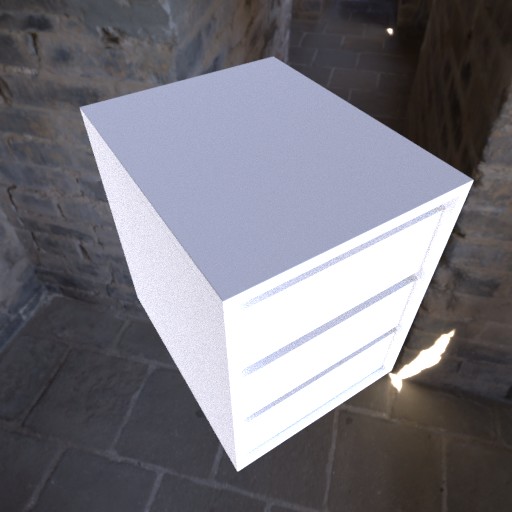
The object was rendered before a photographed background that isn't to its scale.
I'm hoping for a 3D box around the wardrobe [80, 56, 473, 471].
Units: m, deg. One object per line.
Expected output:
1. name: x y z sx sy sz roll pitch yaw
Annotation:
1. wardrobe: 0.000 0.000 0.875 0.400 0.520 0.500 -25 51 -22
